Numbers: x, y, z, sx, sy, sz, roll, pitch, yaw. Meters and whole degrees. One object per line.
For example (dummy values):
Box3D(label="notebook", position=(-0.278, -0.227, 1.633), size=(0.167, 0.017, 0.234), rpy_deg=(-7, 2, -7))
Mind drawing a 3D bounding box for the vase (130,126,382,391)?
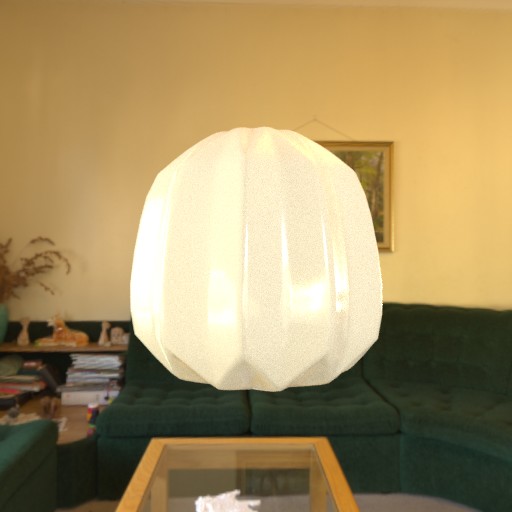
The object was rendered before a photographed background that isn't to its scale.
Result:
Box3D(label="vase", position=(0.000, 0.000, 0.252), size=(0.139, 0.134, 0.139), rpy_deg=(0, 0, 0))
